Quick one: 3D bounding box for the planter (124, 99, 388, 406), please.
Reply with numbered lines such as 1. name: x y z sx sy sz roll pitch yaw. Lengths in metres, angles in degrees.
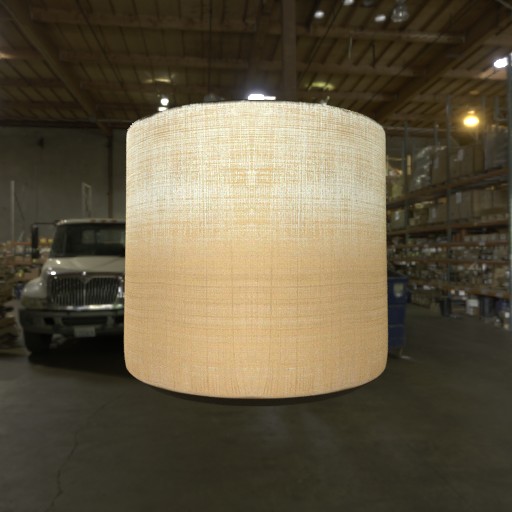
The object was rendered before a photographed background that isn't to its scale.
1. planter: 0.000 0.000 0.387 0.221 0.201 0.221 0 0 0
